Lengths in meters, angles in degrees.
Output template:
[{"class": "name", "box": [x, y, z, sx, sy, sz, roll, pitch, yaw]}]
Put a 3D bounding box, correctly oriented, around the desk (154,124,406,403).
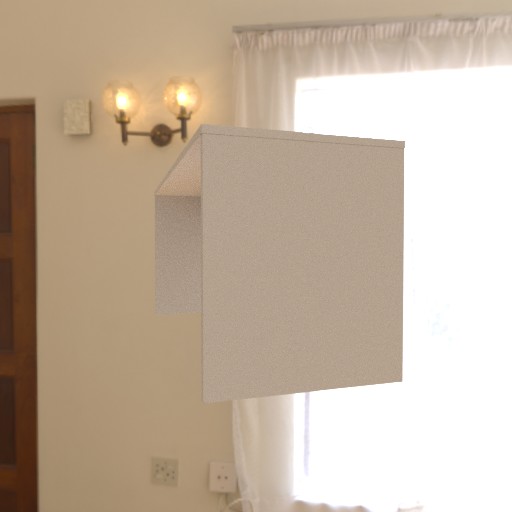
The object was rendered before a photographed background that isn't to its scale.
[{"class": "desk", "box": [0.000, 0.000, 2.070, 0.802, 0.750, 1.600, 0, 2, -17]}]
